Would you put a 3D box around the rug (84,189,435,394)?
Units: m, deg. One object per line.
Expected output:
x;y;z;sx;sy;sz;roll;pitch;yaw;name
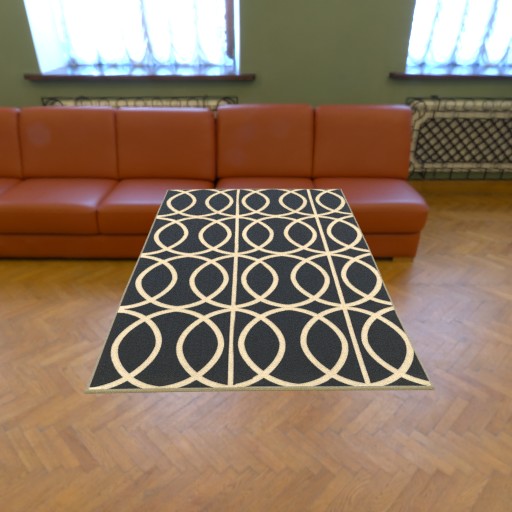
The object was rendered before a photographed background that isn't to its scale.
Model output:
0.000;0.000;2.897;1.528;0.014;2.294;0;31;-1;rug
